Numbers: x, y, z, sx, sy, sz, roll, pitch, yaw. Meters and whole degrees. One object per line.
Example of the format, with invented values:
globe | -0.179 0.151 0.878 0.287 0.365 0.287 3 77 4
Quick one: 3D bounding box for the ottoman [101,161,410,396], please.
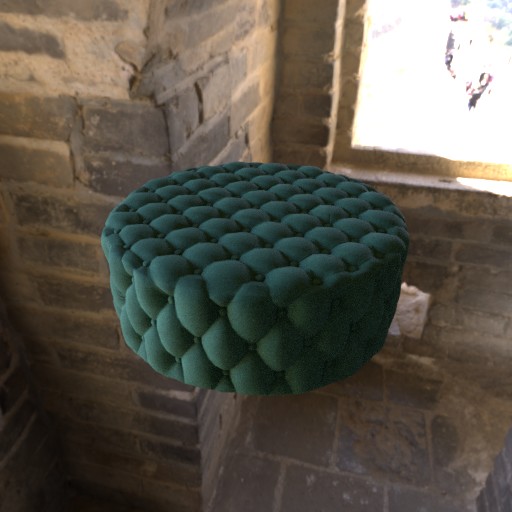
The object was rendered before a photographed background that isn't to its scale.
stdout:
ottoman | 0.000 0.000 1.553 0.998 0.399 0.998 0 31 0
